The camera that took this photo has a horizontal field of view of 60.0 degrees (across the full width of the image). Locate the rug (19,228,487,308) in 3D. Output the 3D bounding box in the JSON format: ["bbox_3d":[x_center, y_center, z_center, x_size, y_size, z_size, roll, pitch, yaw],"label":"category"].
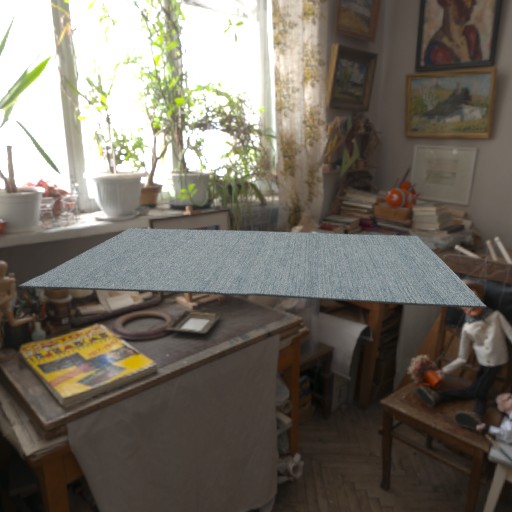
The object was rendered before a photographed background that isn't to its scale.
[{"bbox_3d":[0.000,0.000,2.280,1.853,0.022,1.174,2,15,7],"label":"rug"}]
